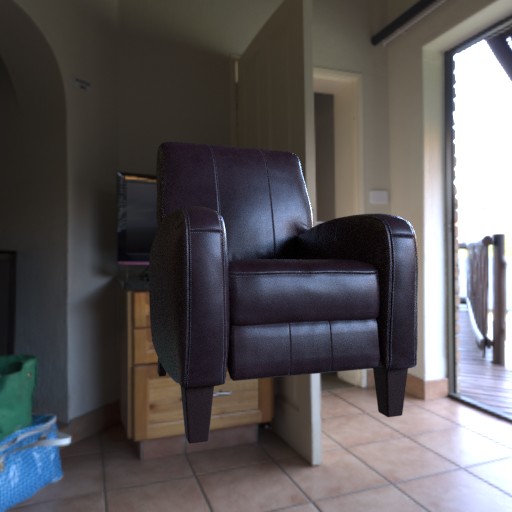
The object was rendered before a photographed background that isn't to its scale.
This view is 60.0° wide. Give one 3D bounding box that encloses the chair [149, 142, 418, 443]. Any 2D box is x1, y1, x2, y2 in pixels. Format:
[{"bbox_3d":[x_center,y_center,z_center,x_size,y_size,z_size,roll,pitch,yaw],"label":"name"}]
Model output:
[{"bbox_3d":[0.000,0.000,1.666,0.762,0.990,0.990,0,-1,-19],"label":"chair"}]
